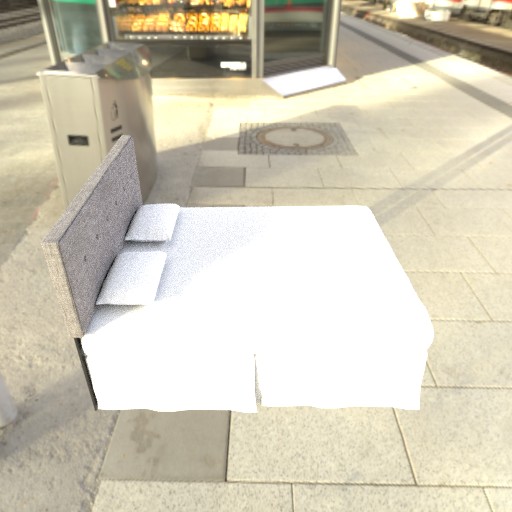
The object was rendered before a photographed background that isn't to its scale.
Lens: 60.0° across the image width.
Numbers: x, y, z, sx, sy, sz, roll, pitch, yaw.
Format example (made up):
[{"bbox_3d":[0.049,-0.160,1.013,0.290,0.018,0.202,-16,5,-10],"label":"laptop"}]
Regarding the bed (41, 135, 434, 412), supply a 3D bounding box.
[{"bbox_3d":[0.000,0.000,2.970,1.958,1.168,1.621,-1,32,-1],"label":"bed"}]
